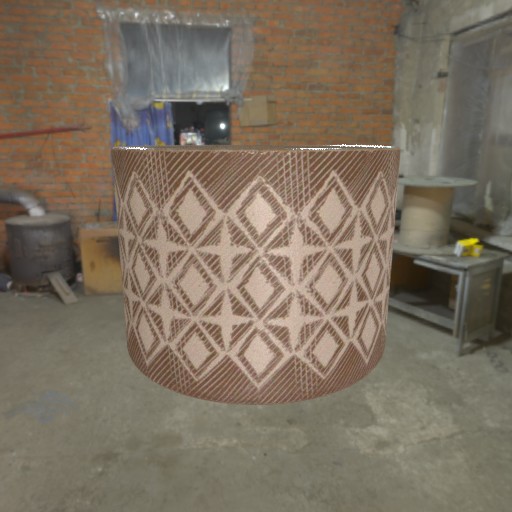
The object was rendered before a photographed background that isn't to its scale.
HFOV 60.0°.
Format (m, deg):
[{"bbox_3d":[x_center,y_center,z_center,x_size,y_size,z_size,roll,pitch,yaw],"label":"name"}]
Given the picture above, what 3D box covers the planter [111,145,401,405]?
[{"bbox_3d":[0.000,0.000,0.216,0.126,0.104,0.126,0,15,0],"label":"planter"}]
